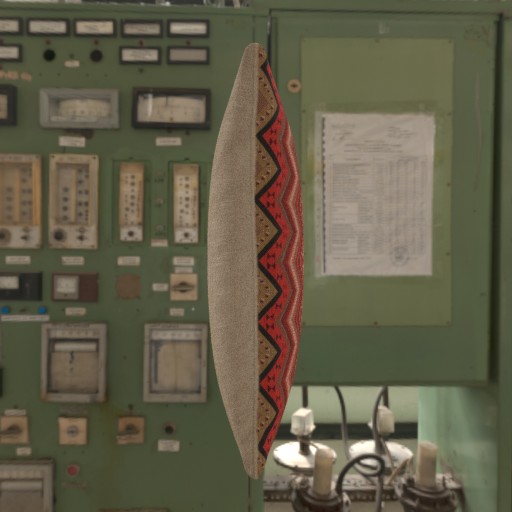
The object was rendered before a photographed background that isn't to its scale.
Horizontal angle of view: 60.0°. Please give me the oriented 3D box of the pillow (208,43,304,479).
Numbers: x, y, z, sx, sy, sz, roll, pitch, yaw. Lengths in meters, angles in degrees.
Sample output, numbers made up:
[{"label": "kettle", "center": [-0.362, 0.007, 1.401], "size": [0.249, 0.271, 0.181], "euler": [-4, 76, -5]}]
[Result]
[{"label": "pillow", "center": [0.000, 0.000, 0.768], "size": [0.158, 0.511, 0.513], "euler": [0, 2, 0]}]
